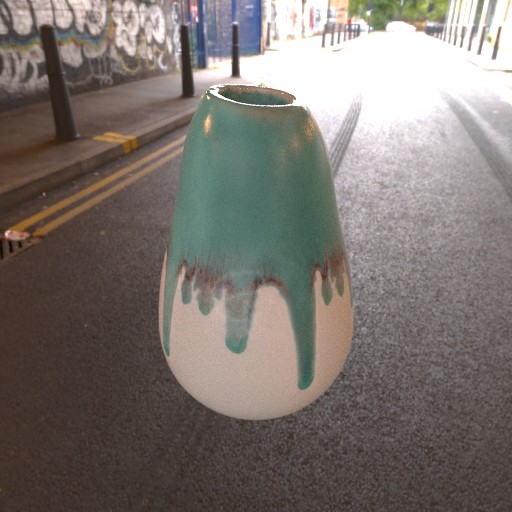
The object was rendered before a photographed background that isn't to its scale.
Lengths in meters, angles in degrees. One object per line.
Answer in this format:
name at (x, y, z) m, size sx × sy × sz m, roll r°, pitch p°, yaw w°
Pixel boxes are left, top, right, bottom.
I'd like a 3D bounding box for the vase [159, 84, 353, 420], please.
vase at (0.000, 0.000, 0.251) m, size 0.116 × 0.179 × 0.116 m, roll 0°, pitch 28°, yaw 0°
